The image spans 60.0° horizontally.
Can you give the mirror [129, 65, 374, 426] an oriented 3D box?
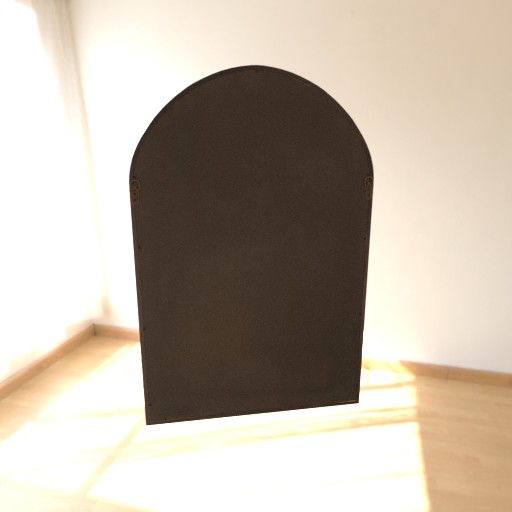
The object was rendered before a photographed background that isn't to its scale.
[{"bbox_3d":[0.000,0.000,1.149,0.609,0.915,0.032,-3,15,-10],"label":"mirror"}]
